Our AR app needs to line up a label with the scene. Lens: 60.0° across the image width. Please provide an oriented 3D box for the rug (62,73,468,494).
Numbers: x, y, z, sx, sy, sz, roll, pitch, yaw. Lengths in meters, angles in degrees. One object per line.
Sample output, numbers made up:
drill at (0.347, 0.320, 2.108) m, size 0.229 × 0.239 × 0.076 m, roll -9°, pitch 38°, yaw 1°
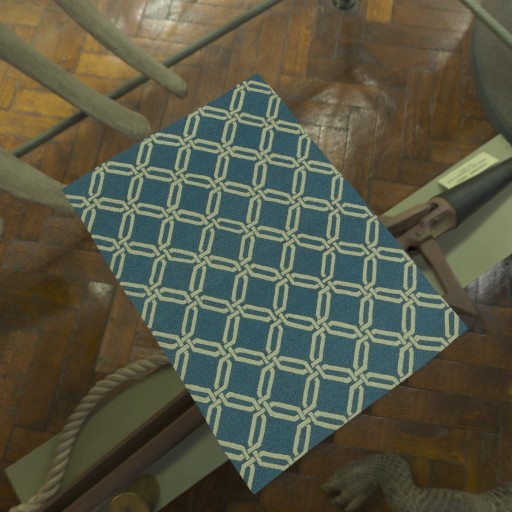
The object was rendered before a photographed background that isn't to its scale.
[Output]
rug at (0.000, 0.000, 2.669) m, size 1.524 × 0.013 × 2.135 m, roll -34°, pitch 77°, yaw -9°
